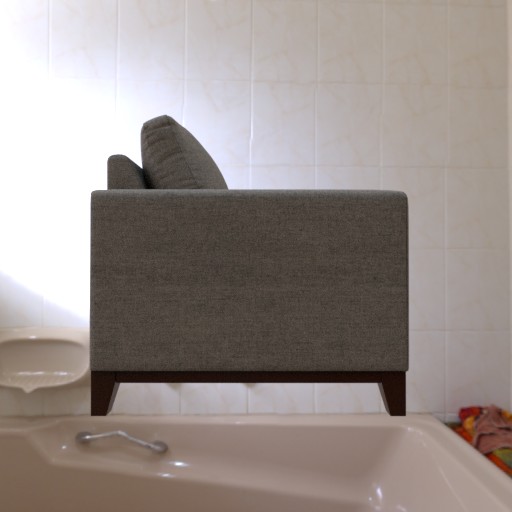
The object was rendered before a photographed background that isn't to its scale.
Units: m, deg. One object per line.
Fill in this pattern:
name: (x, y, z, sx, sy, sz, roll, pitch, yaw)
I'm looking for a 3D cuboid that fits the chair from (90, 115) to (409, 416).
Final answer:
chair: (0.000, 0.000, 1.881, 1.038, 1.010, 1.024, 0, 0, 0)
